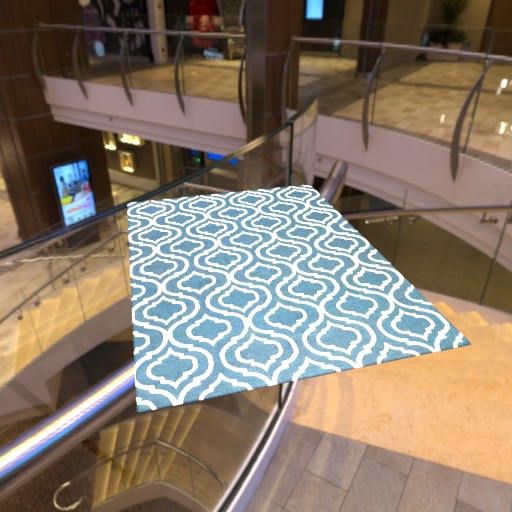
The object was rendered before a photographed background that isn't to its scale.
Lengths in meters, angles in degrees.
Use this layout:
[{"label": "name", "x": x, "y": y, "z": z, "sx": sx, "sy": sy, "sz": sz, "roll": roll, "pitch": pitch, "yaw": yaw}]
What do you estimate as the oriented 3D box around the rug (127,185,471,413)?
[{"label": "rug", "x": 0.000, "y": 0.000, "z": 4.429, "sx": 2.438, "sy": 0.010, "sz": 3.353, "roll": -8, "pitch": 31, "yaw": -13}]
